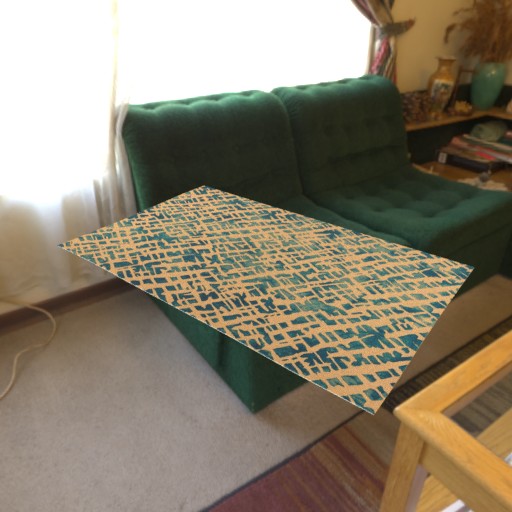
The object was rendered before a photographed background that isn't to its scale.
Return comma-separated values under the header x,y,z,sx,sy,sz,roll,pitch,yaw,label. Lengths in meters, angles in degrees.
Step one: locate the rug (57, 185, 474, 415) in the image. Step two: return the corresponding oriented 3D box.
x,y,z,sx,sy,sz,roll,pitch,yaw,label
0.000,0.000,3.040,2.447,0.011,1.520,21,36,32,rug
